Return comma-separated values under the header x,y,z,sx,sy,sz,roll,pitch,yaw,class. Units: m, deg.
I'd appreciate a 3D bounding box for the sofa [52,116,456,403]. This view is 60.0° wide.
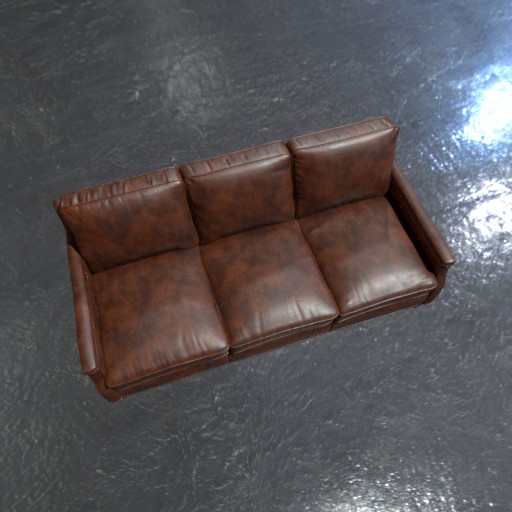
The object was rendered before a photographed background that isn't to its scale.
x,y,z,sx,sy,sz,roll,pitch,yaw,class
0.000,0.000,2.805,2.240,1.003,1.084,-16,63,-8,sofa
